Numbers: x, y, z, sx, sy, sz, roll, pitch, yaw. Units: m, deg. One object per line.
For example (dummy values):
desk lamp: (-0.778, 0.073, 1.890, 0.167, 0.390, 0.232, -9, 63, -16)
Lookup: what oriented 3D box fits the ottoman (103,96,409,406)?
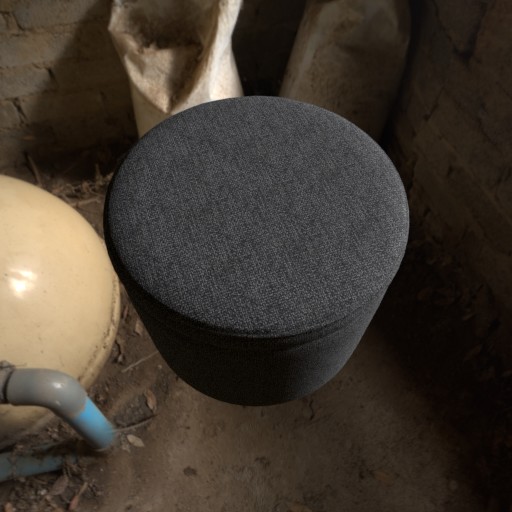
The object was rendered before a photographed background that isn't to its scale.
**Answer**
ottoman: (0.000, 0.000, 0.912, 0.520, 0.430, 0.520, 0, 58, 0)
